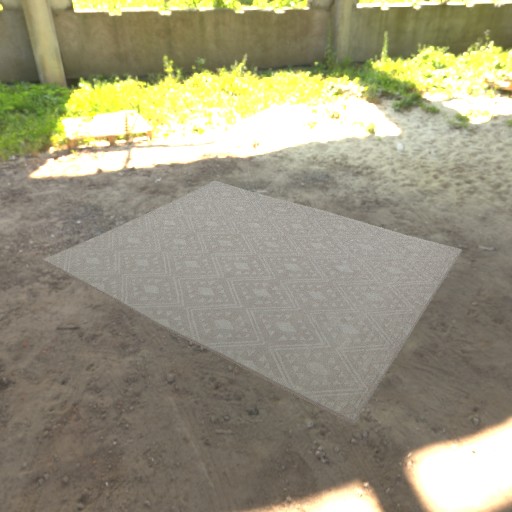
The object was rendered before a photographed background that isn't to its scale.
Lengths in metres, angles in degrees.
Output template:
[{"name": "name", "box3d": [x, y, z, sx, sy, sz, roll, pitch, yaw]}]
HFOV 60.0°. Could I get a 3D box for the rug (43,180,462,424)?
[{"name": "rug", "box3d": [0.000, 0.000, 4.037, 3.011, 0.054, 2.399, 20, 36, 30]}]
